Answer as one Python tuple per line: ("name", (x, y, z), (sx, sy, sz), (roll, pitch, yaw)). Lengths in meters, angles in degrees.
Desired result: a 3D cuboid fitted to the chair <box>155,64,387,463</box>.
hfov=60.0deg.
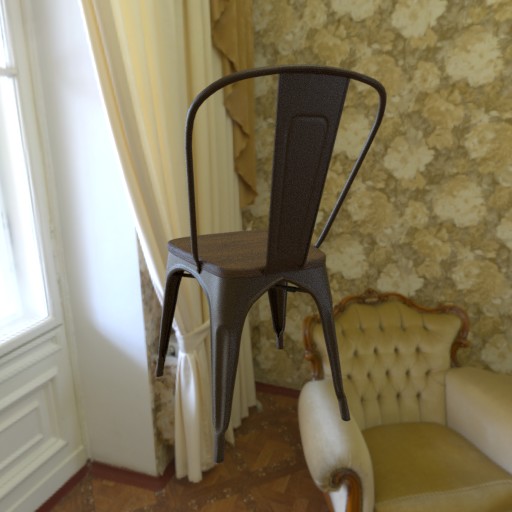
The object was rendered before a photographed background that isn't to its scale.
("chair", (0.000, 0.000, 1.138), (0.451, 0.844, 0.532), (-7, 17, -24))
